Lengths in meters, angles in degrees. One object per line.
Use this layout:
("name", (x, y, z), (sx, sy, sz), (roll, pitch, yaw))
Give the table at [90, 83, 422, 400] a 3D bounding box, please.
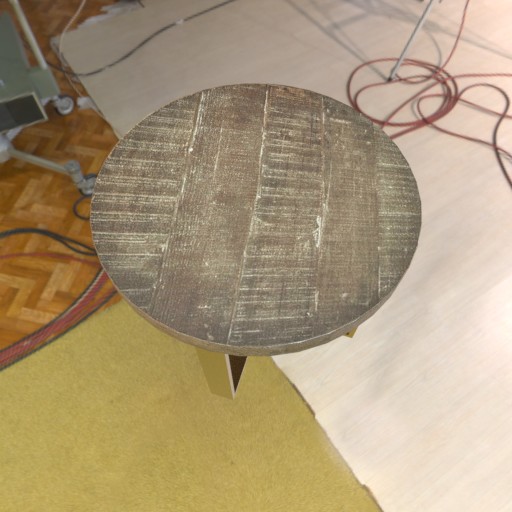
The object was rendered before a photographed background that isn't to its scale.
("table", (0.000, 0.000, 0.944), (0.557, 0.437, 0.557), (0, 59, 0))
